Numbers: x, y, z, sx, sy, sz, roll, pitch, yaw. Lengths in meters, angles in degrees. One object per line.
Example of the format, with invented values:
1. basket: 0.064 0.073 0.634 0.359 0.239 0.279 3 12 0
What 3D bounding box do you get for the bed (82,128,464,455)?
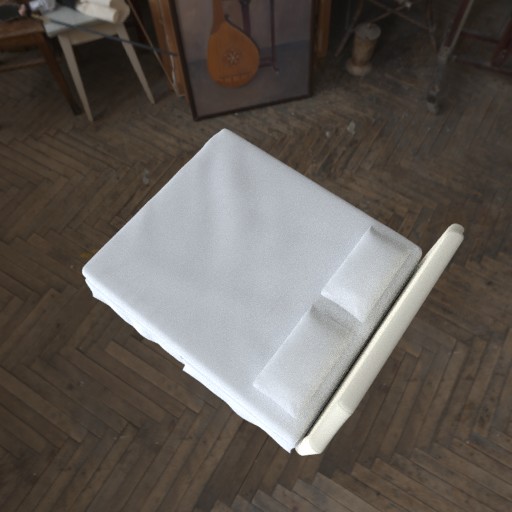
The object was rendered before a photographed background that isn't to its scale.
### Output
1. bed: 0.000 0.000 4.165 2.773 1.590 2.350 35 70 15
